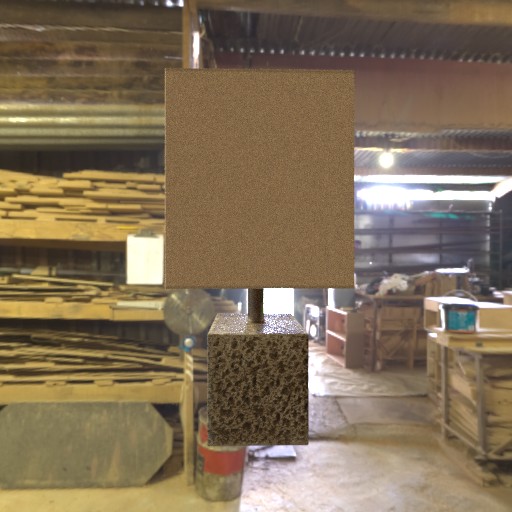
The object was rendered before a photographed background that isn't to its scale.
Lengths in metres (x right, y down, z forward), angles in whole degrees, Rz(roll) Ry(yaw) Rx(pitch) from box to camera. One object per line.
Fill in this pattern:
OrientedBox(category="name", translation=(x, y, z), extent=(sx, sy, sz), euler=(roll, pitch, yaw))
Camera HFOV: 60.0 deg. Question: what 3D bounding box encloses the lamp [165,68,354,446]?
OrientedBox(category="lamp", translation=(0.000, 0.000, 0.567), extent=(0.180, 0.411, 0.294), euler=(0, 0, -2))
